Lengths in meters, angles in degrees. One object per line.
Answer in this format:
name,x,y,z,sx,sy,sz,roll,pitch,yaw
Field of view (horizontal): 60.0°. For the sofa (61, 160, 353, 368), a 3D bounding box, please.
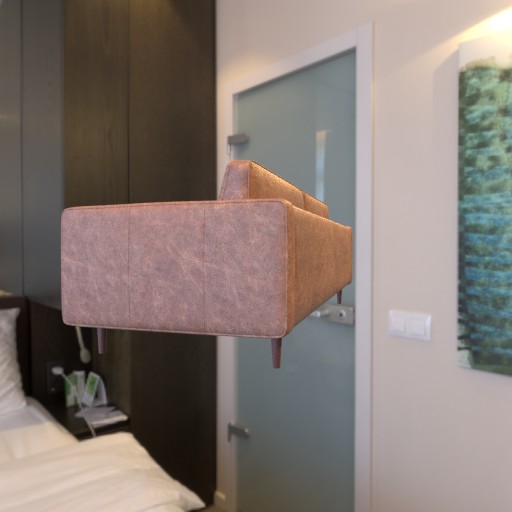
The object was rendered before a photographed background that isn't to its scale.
sofa,0.000,0.000,2.590,0.914,0.762,2.210,0,1,18
